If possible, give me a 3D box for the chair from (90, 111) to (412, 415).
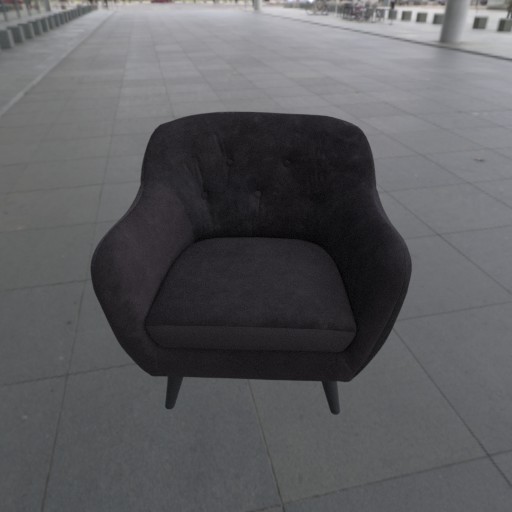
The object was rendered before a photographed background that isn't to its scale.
[{"bbox_3d":[0.000,0.000,1.531,0.840,0.807,0.819,1,31,2],"label":"chair"}]
